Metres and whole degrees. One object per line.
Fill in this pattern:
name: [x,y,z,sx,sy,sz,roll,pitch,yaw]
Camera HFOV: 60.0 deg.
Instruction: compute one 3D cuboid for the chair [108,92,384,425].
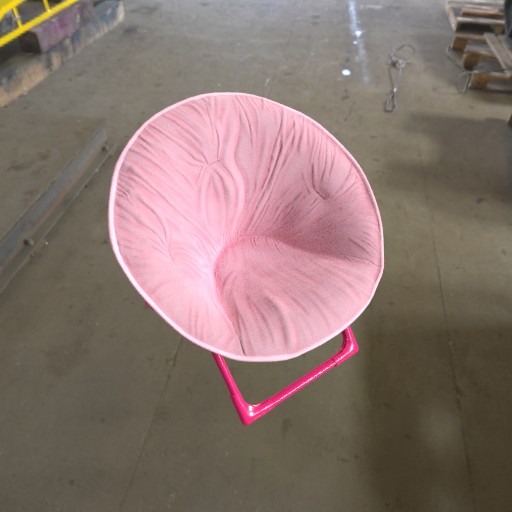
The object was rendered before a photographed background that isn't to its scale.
chair: [0.000,0.000,0.896,0.522,0.494,0.459,-26,50,-24]
